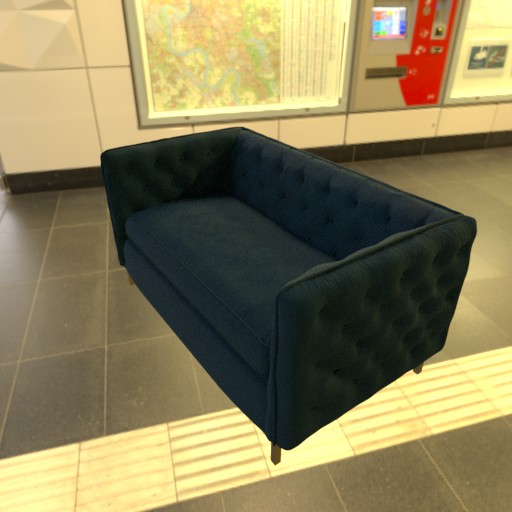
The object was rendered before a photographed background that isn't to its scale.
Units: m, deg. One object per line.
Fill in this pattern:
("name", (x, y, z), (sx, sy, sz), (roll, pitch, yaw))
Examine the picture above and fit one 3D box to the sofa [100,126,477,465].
("sofa", (0.000, 0.000, 2.103), (0.909, 0.810, 1.583), (-20, 36, -30))
